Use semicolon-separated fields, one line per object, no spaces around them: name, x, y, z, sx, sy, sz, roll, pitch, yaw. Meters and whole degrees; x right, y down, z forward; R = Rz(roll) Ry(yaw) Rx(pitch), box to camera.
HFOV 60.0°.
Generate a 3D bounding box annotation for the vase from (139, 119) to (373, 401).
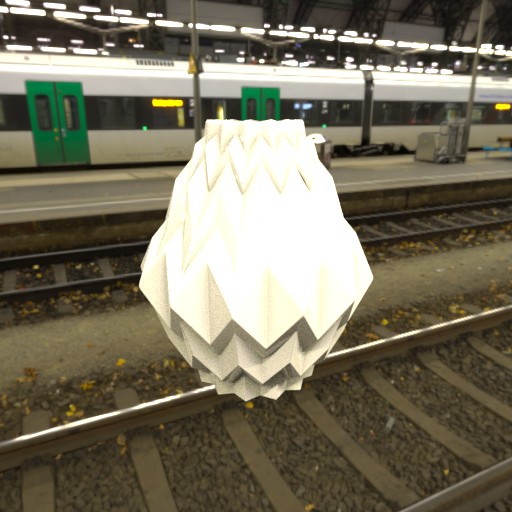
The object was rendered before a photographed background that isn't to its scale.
vase;0.000;0.000;0.315;0.164;0.185;0.164;0;17;0
